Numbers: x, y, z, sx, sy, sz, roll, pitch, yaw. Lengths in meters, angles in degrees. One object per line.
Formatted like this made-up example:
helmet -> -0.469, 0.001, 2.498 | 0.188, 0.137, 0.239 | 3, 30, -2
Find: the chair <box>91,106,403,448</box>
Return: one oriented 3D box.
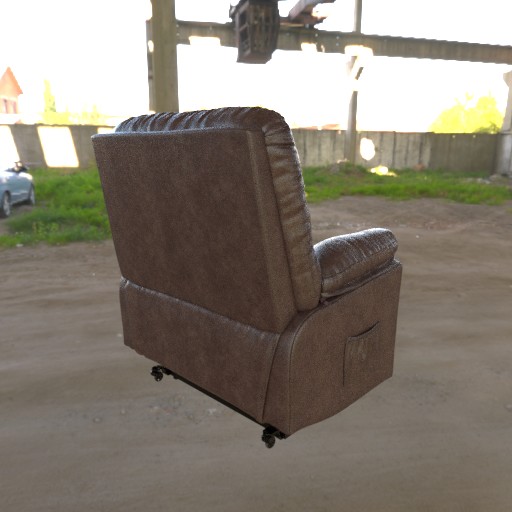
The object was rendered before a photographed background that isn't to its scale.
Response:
chair -> 0.000, 0.000, 1.714 | 0.940, 1.041, 0.879 | 12, 18, 42
